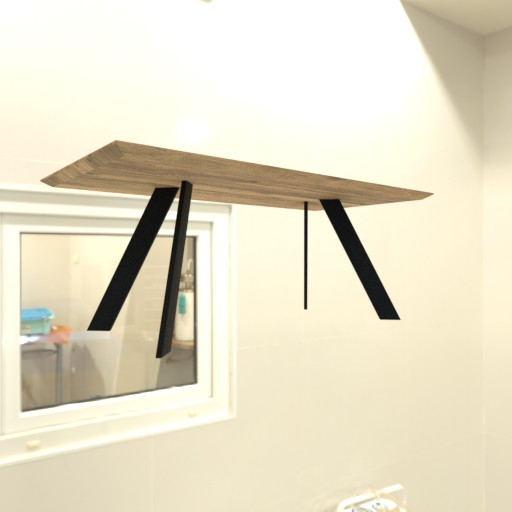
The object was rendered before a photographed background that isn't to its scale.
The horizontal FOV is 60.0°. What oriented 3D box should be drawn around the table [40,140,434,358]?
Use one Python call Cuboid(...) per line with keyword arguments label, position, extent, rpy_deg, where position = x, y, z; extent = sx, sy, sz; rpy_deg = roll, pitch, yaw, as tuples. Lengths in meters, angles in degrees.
Cuboid(label="table", position=(0.000, 0.000, 2.482), extent=(2.000, 0.770, 1.000), rpy_deg=(0, 0, -39))
